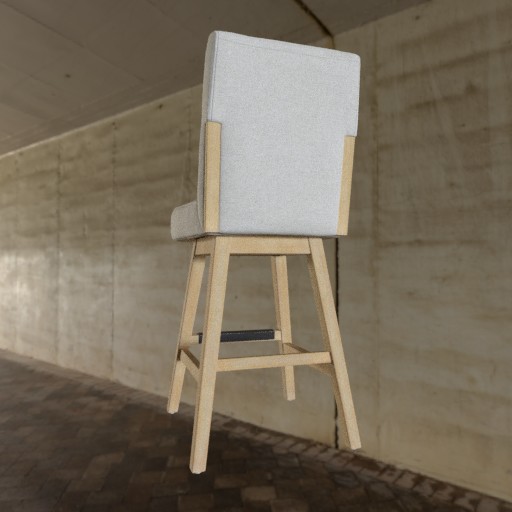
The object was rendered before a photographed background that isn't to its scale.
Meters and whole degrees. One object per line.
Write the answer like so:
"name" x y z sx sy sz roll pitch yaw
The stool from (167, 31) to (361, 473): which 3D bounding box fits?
"stool" 0.000 0.000 1.286 0.446 1.015 0.543 0 -1 -18
